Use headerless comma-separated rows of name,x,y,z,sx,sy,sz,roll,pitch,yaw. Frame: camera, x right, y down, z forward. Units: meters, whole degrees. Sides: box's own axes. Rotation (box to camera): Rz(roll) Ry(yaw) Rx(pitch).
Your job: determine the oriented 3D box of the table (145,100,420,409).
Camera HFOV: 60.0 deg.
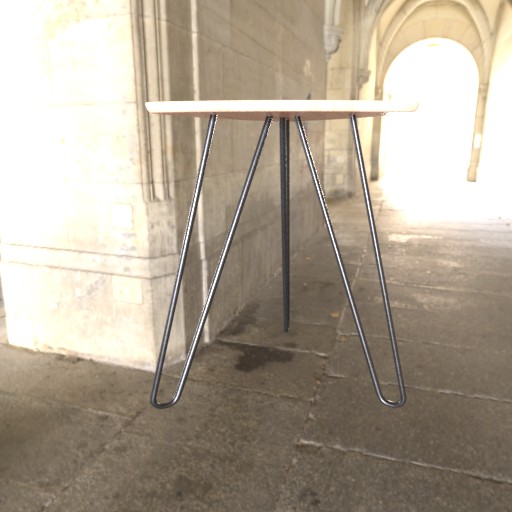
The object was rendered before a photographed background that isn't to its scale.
table,0.000,0.000,0.881,0.455,0.564,0.442,-7,16,-26
